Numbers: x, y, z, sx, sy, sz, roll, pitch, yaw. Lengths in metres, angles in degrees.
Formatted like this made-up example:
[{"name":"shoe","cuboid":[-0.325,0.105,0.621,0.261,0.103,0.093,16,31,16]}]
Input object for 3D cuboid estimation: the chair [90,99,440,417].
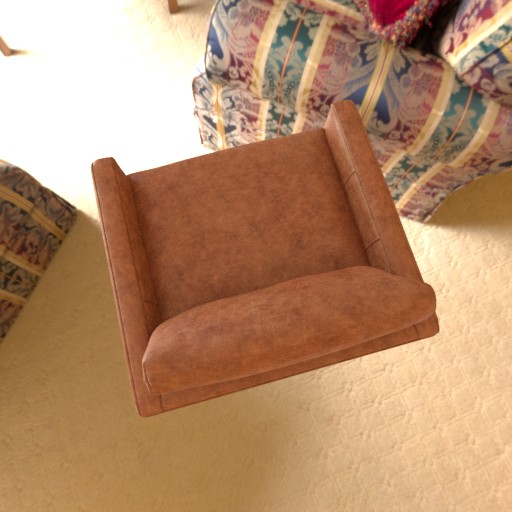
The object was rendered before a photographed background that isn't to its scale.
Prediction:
[{"name":"chair","cuboid":[0.000,0.000,1.588,0.967,0.869,0.862,-15,75,-4]}]
